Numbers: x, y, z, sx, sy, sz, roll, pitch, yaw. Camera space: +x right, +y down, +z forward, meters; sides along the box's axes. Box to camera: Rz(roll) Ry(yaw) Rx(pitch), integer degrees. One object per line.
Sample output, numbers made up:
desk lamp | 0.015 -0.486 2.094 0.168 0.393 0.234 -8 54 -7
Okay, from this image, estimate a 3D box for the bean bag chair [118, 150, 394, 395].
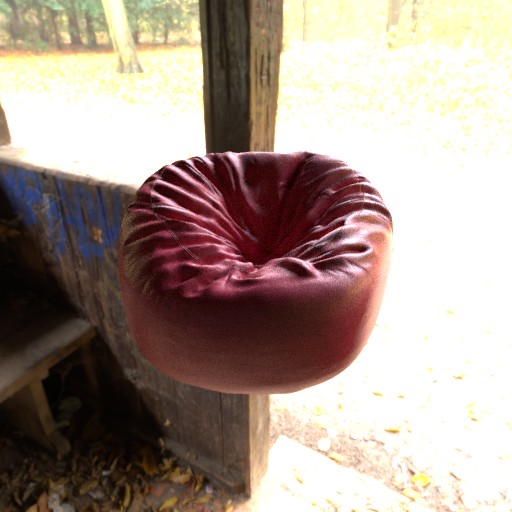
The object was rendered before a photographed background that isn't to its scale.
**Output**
bean bag chair | 0.000 0.000 2.457 1.524 0.878 1.524 1 29 2
